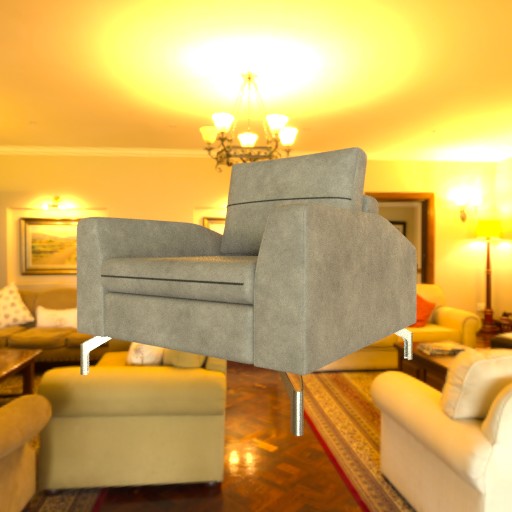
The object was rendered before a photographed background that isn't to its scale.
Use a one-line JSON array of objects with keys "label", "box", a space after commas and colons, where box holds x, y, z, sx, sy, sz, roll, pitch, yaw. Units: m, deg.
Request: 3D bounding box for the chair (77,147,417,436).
[{"label": "chair", "box": [0.000, 0.000, 1.600, 0.900, 0.800, 0.900, 1, 1, 36]}]
